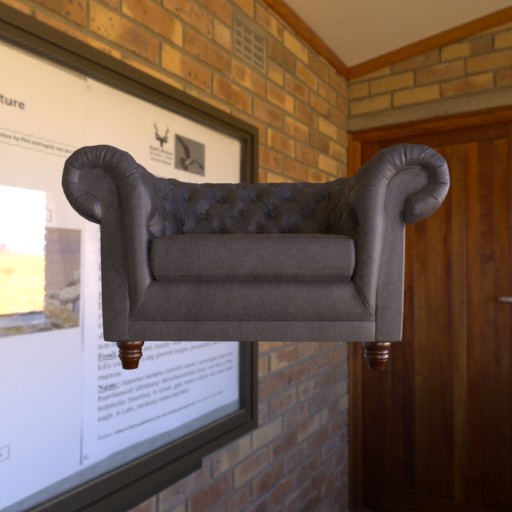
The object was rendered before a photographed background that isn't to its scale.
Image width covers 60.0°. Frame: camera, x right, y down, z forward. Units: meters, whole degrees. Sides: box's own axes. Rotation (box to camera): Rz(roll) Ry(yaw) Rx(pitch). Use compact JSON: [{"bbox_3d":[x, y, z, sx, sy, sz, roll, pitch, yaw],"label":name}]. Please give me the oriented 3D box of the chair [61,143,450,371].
[{"bbox_3d":[0.000,0.000,1.905,1.298,0.780,0.943,0,-1,1],"label":"chair"}]
